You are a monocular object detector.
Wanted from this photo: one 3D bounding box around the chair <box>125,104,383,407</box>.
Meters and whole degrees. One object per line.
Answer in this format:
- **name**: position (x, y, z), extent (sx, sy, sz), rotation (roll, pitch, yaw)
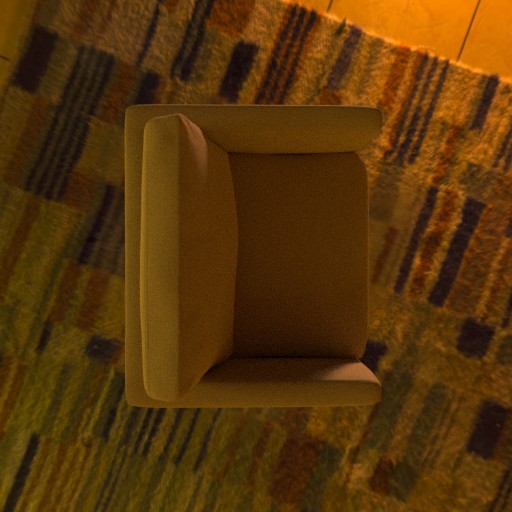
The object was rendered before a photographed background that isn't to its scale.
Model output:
- **chair**: position (0.000, 0.000, 1.855), extent (0.959, 0.961, 1.107), rotation (0, 91, -1)
